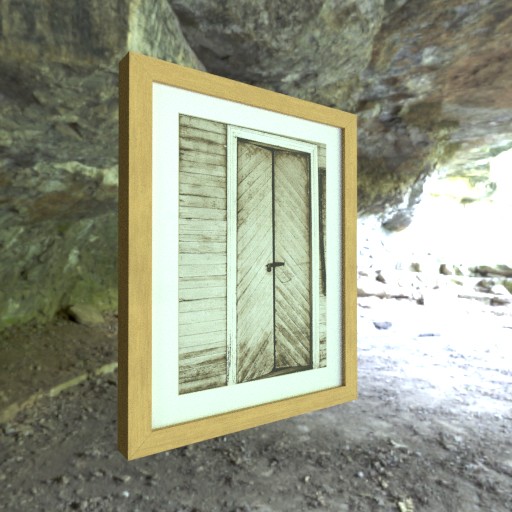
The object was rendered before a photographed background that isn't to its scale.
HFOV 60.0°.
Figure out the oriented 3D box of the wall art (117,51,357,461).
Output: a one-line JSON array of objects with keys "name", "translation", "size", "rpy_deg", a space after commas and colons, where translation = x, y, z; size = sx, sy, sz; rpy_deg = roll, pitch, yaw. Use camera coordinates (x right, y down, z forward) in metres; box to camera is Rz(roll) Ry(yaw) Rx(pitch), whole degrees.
[{"name": "wall art", "translation": [0.000, 0.000, 0.514], "size": [0.312, 0.380, 0.030], "rpy_deg": [0, -1, -36]}]
